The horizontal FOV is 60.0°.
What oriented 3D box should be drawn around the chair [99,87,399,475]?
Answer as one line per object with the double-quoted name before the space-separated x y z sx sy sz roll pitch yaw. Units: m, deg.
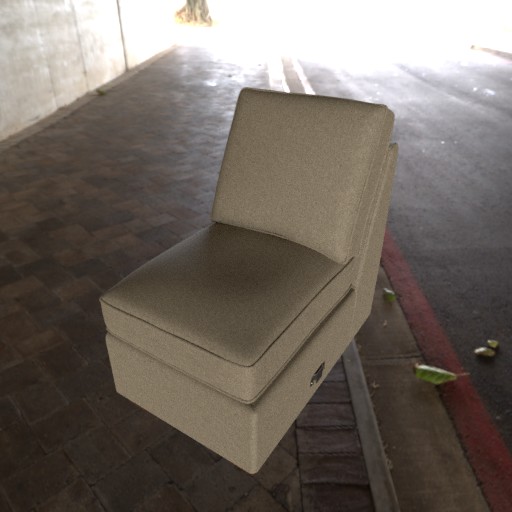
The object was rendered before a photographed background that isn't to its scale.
"chair" 0.000 0.000 1.671 0.674 1.058 1.020 18 35 28
